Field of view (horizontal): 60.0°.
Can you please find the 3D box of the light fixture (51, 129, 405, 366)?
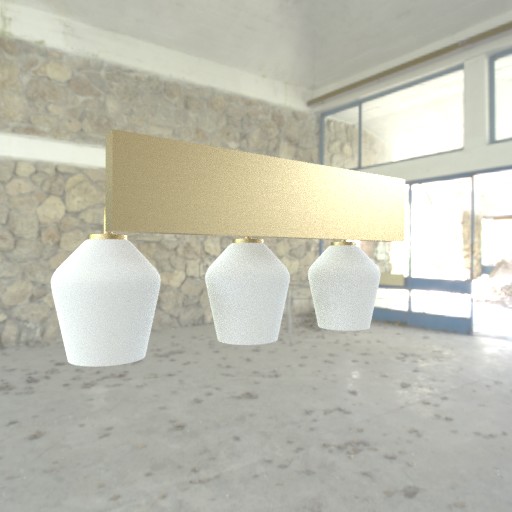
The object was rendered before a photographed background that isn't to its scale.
[{"bbox_3d":[0.000,0.000,0.726,0.609,0.280,0.190,0,0,-36],"label":"light fixture"}]
